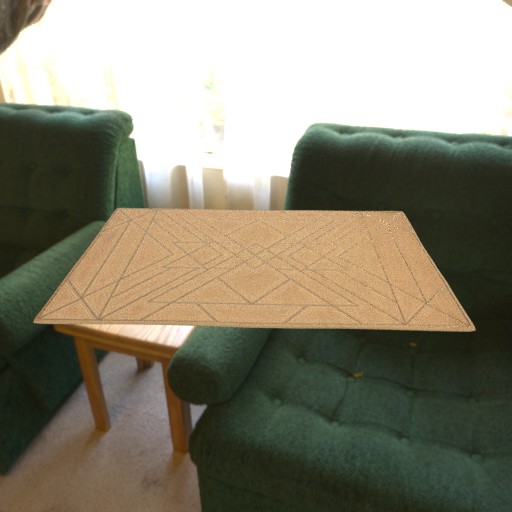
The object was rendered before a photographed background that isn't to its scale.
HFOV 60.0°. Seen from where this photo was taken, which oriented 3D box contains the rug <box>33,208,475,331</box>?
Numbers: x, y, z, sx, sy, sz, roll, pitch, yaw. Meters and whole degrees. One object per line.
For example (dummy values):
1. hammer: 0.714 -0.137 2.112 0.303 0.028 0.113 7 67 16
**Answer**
1. rug: 0.000 0.000 3.130 2.459 0.023 1.575 1 30 2
